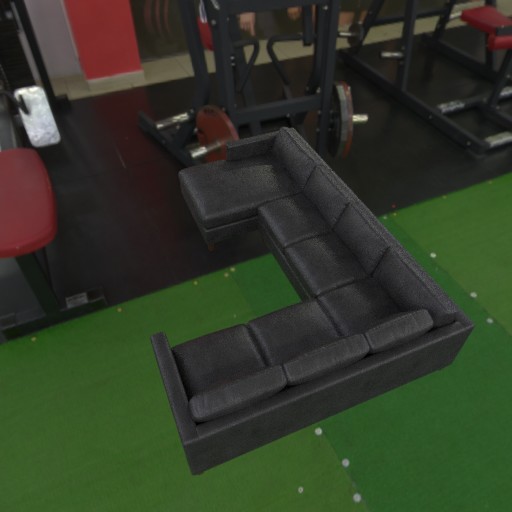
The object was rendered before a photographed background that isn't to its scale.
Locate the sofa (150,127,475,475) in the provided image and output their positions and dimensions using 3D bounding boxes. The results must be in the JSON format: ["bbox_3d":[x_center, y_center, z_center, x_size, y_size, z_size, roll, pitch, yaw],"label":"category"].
[{"bbox_3d":[0.000,0.000,4.498,2.452,0.891,3.324,-17,49,-16],"label":"sofa"}]
